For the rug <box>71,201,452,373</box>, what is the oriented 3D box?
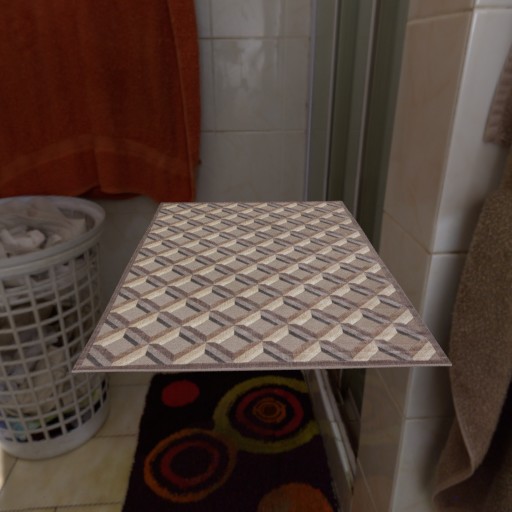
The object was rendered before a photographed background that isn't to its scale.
[{"bbox_3d":[0.000,0.000,2.876,1.600,0.013,2.260,-1,25,-1],"label":"rug"}]
